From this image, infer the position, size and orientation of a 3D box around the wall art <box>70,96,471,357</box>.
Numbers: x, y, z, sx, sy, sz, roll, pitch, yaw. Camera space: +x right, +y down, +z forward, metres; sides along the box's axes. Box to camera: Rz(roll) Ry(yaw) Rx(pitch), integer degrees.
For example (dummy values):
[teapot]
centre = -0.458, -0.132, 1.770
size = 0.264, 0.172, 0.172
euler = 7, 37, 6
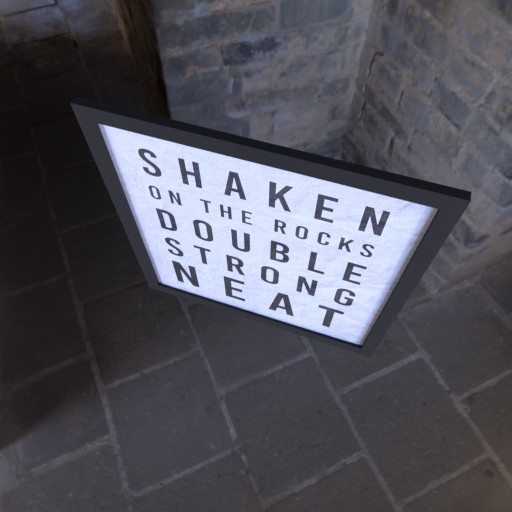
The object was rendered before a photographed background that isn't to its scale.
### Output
[wall art]
centre = 0.000, 0.000, 0.677
size = 0.456, 0.458, 0.013
euler = 16, 59, 10
